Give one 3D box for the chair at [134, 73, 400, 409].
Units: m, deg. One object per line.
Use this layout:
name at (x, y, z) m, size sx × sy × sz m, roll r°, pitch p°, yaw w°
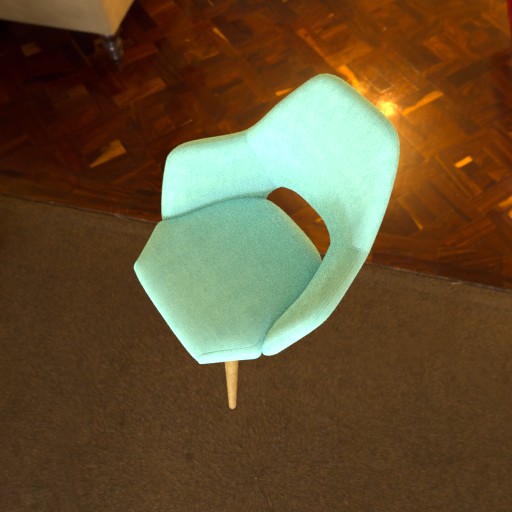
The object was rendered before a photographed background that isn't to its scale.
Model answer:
chair at (0.000, 0.000, 1.254) m, size 0.610 × 0.840 × 0.590 m, roll -34°, pitch 68°, yaw -16°
